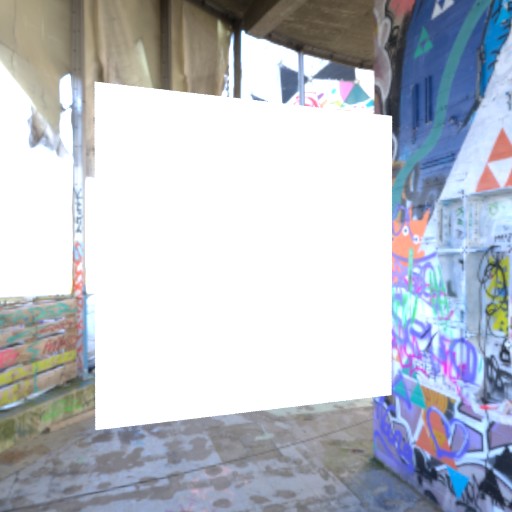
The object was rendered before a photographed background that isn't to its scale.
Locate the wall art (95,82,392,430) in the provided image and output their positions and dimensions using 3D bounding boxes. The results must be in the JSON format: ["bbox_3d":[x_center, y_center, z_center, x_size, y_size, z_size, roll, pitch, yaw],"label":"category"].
[{"bbox_3d":[0.000,0.000,0.521,0.355,0.355,0.027,0,0,-18],"label":"wall art"}]
